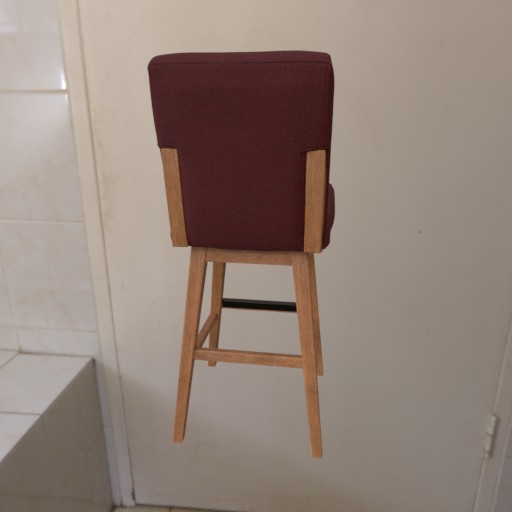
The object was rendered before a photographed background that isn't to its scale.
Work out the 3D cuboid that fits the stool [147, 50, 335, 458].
[{"bbox_3d":[0.000,0.000,1.363,0.468,1.093,0.562,3,18,8],"label":"stool"}]
